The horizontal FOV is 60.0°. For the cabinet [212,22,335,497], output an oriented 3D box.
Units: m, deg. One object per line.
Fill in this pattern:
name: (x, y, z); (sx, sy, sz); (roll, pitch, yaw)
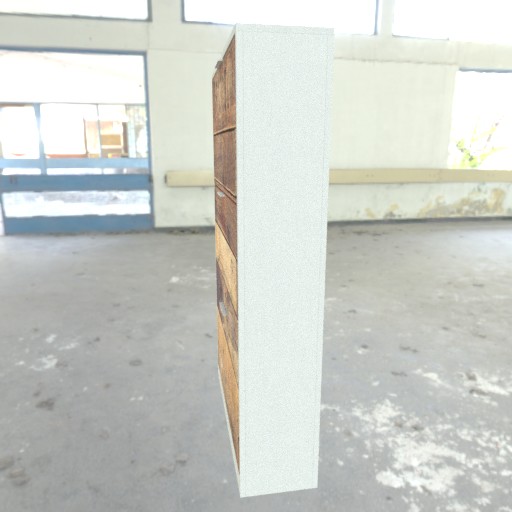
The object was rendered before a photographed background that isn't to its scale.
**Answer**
cabinet: (0.000, 0.000, 1.536); (0.250, 1.280, 0.750); (-2, 14, -9)
